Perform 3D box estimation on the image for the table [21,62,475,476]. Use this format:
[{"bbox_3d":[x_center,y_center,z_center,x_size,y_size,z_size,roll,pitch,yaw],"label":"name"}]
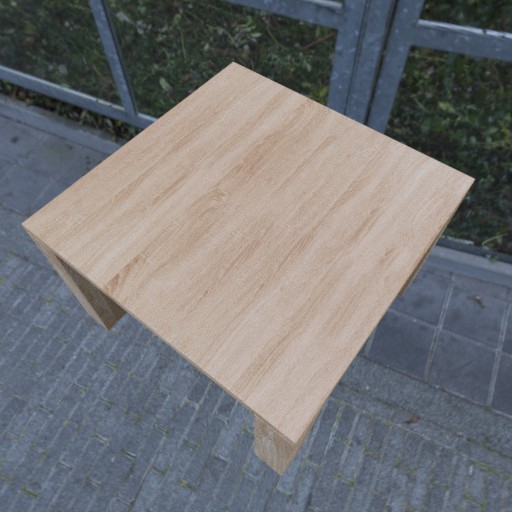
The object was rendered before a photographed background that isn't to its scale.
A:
[{"bbox_3d":[0.000,0.000,1.147,0.700,0.450,0.700,33,64,19],"label":"table"}]
